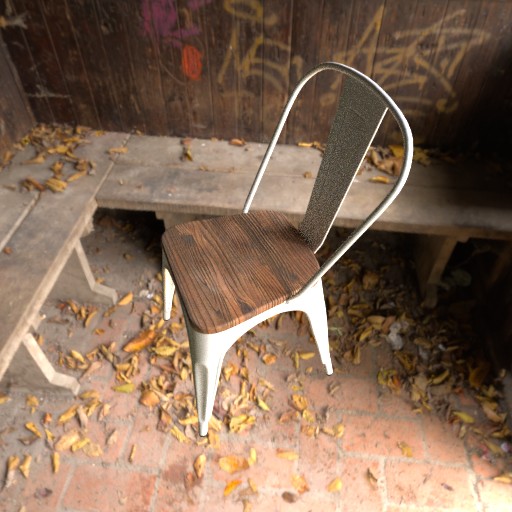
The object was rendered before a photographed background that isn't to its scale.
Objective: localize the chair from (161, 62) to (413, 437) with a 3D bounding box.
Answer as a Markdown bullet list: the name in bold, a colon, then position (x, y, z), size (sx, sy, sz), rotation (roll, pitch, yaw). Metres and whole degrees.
- **chair**: position (0.000, 0.000, 1.154), size (0.521, 0.851, 0.452), rotation (-16, 49, -15)
